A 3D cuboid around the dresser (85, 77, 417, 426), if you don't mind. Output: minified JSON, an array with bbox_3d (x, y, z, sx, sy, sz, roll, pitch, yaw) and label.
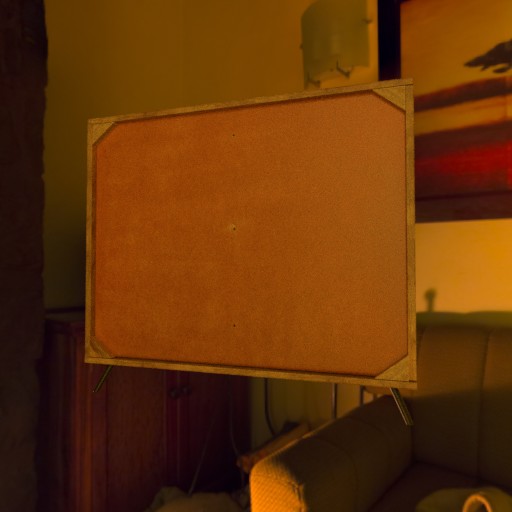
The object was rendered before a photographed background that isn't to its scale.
[{"bbox_3d":[0.000,0.000,1.426,0.967,0.847,0.446,-1,-2,19],"label":"dresser"}]
